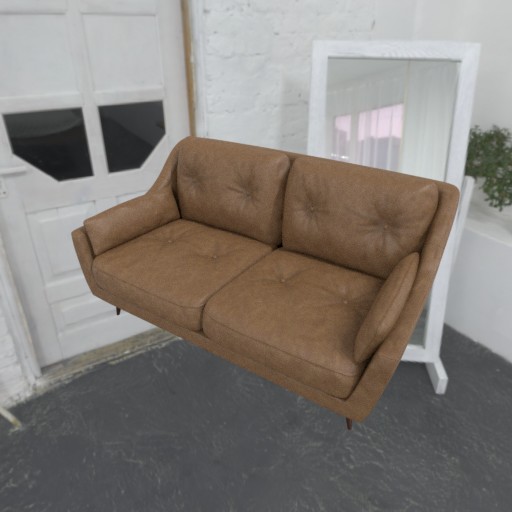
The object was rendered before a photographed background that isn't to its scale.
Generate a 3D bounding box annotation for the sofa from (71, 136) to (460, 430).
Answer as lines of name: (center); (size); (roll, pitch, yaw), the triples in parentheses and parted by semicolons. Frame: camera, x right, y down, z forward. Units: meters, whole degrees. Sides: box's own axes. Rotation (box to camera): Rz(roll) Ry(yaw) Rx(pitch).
sofa: (0.000, 0.000, 2.259); (1.731, 0.886, 0.981); (18, 34, 29)
